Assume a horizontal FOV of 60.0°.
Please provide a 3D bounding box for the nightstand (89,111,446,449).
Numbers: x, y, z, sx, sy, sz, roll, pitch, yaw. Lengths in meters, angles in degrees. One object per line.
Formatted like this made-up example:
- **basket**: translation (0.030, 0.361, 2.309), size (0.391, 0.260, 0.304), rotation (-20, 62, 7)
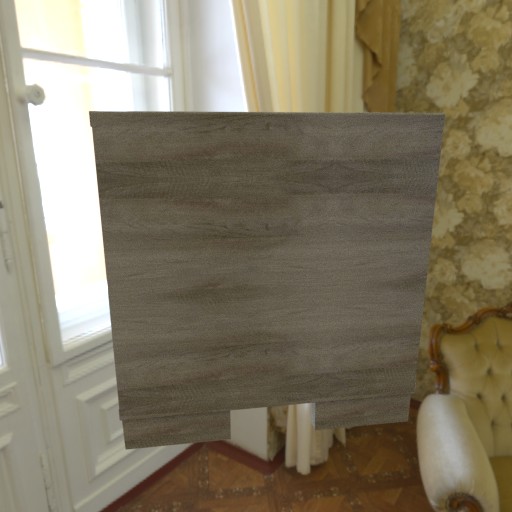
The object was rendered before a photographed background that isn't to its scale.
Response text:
- **nightstand**: translation (0.000, 0.000, 0.745), size (0.427, 0.448, 0.347), rotation (-2, 16, -8)
